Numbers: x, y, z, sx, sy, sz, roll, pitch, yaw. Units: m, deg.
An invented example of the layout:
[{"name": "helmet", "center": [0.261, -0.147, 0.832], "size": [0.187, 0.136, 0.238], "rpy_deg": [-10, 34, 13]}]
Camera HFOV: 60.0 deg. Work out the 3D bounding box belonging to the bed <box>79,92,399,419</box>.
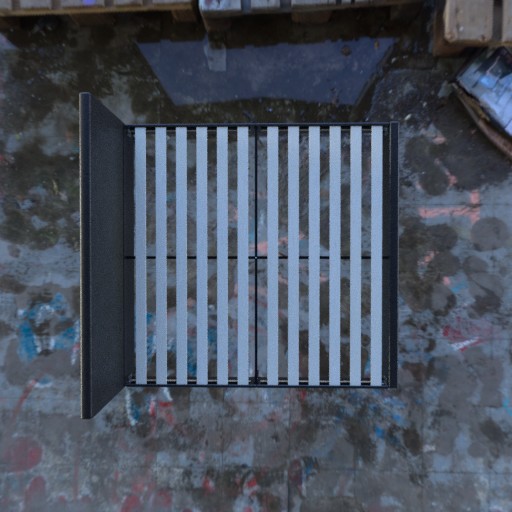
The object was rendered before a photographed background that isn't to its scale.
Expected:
[{"name": "bed", "center": [0.000, 0.000, 3.223], "size": [2.152, 1.046, 2.018], "rpy_deg": [0, 91, 1]}]
